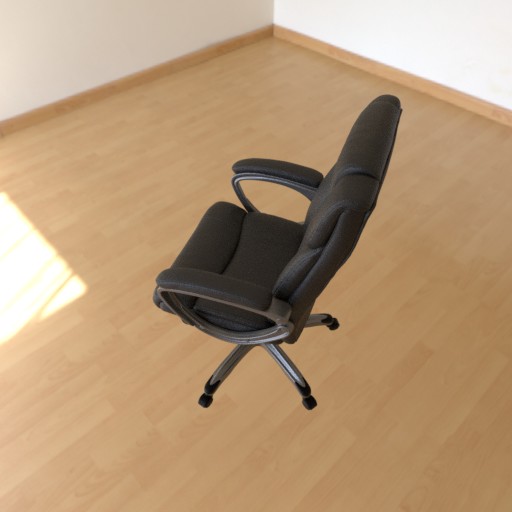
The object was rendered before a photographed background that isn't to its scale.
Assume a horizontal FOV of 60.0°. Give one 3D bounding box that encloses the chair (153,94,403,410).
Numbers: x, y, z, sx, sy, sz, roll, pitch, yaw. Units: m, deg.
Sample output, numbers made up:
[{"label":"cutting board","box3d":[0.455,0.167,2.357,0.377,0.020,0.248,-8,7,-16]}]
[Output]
[{"label":"chair","box3d":[0.000,0.000,1.549,0.719,1.130,0.721,16,49,14]}]
